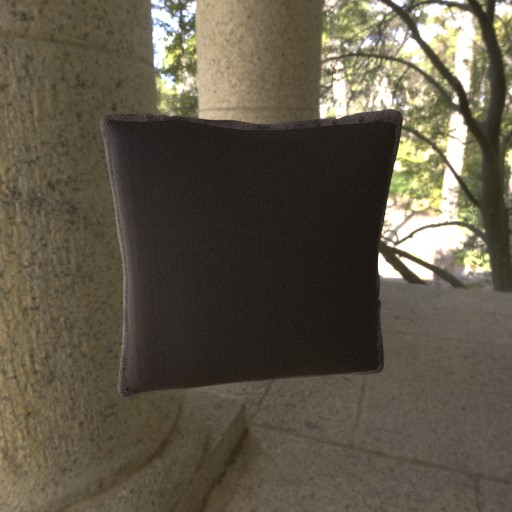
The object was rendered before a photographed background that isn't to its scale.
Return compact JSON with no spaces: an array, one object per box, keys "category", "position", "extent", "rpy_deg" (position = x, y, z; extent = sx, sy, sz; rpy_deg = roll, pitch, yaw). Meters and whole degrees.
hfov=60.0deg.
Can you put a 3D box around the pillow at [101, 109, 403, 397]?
[{"category":"pillow","position":[0.000,0.000,0.818],"extent":[0.522,0.520,0.204],"rpy_deg":[-3,15,-10]}]
